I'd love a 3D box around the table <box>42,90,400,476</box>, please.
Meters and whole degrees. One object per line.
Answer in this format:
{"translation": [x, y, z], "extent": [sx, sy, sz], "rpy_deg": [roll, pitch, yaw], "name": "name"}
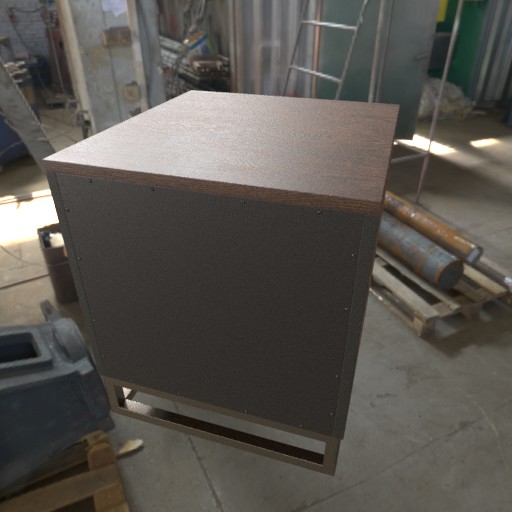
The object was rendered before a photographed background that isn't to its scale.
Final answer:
{"translation": [0.000, 0.000, 0.991], "extent": [0.506, 0.582, 0.566], "rpy_deg": [10, 33, 15], "name": "table"}
